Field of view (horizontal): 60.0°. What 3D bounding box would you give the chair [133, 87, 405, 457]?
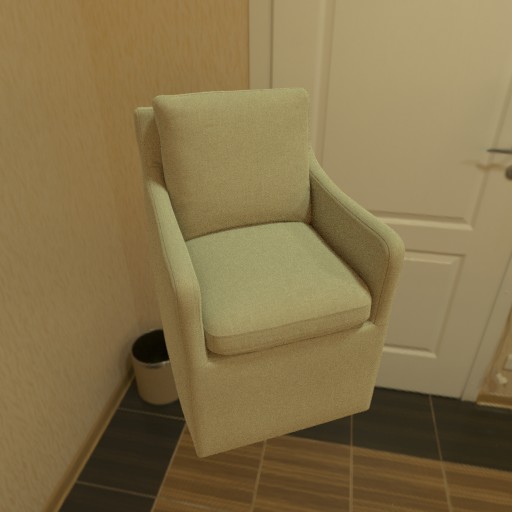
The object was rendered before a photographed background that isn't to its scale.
[{"bbox_3d":[0.000,0.000,1.395,0.626,0.914,0.694,-10,33,-15],"label":"chair"}]
